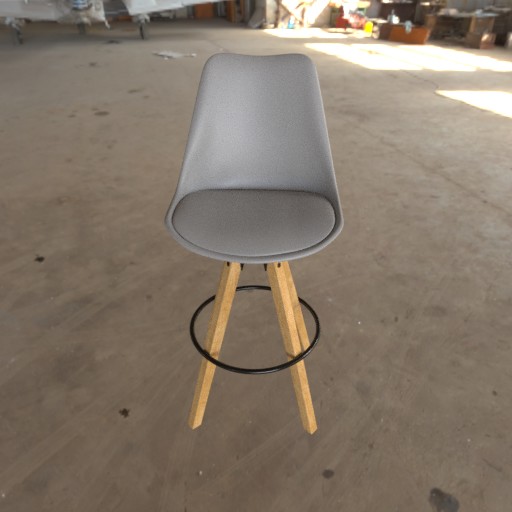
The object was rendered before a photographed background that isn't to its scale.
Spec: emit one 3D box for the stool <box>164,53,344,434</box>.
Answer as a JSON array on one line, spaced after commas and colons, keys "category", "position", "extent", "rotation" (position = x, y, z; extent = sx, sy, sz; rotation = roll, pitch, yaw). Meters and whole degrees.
[{"category": "stool", "position": [0.000, 0.000, 1.407], "extent": [0.485, 1.115, 0.550], "rotation": [1, 32, 2]}]
